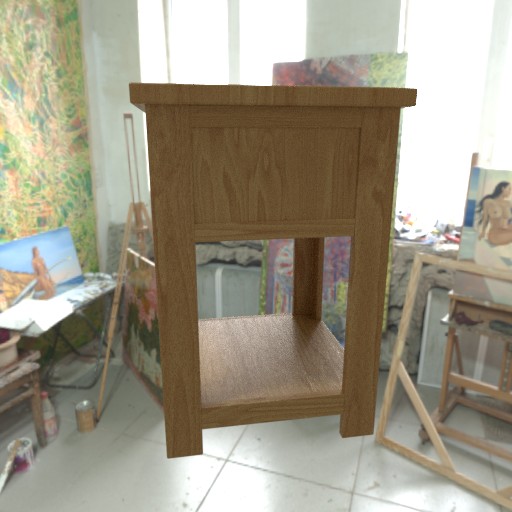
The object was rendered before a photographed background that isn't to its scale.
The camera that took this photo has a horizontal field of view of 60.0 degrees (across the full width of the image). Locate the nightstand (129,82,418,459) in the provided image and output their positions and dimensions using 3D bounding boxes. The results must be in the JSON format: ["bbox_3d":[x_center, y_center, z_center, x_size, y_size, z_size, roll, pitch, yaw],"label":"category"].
[{"bbox_3d":[0.000,0.000,0.908,0.418,0.614,0.428,-3,15,-9],"label":"nightstand"}]
